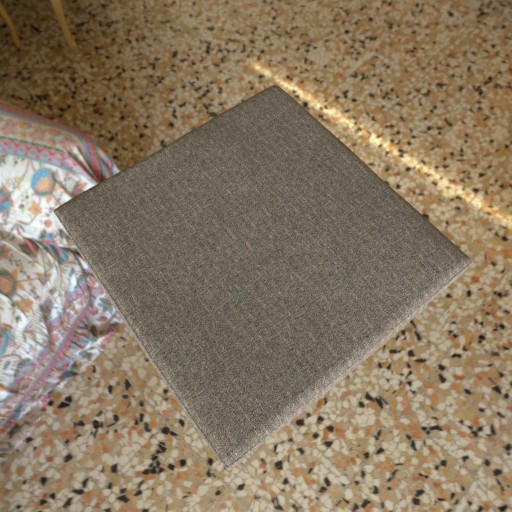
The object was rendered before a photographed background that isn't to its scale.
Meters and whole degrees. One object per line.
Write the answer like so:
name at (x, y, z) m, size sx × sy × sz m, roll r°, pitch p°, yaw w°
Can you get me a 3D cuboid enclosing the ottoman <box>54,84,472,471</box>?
ottoman at (0.000, 0.000, 1.573) m, size 0.981 × 0.379 × 1.016 m, roll -35°, pitch 68°, yaw -16°
